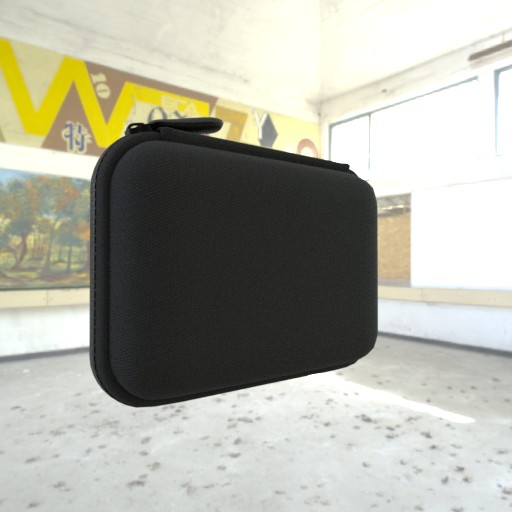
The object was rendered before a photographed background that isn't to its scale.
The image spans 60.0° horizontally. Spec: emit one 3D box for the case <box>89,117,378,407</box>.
[{"bbox_3d":[0.000,0.000,0.182,0.132,0.105,0.038,1,-1,-36],"label":"case"}]
